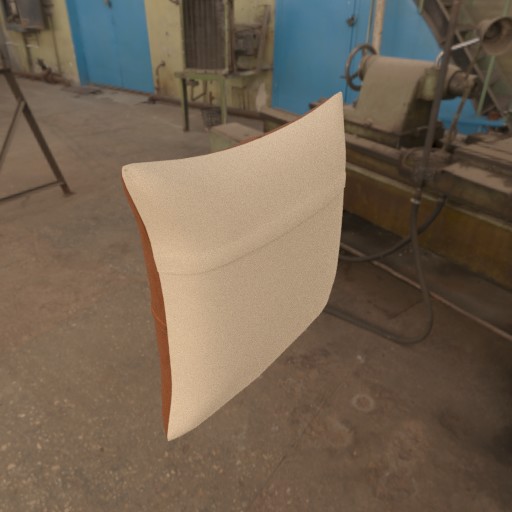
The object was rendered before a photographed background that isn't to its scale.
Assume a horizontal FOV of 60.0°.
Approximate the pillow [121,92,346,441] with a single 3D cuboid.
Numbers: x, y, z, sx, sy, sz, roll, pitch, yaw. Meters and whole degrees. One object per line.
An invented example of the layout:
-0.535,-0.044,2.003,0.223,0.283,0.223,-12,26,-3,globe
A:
0.000,0.000,0.777,0.192,0.477,0.501,22,38,31,pillow
